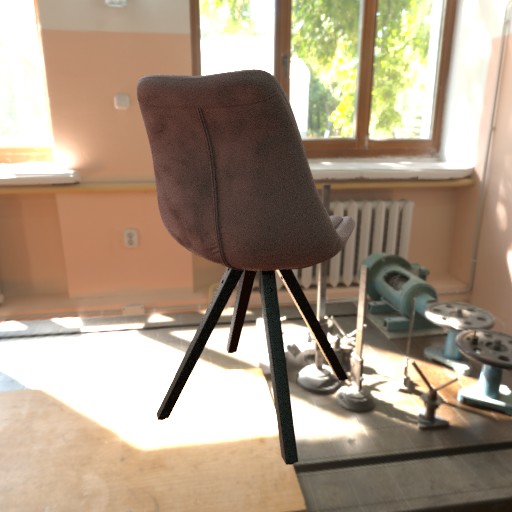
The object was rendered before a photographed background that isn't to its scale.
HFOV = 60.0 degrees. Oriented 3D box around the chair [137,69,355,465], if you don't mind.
[{"bbox_3d":[0.000,0.000,1.188,0.483,0.865,0.547,8,18,25],"label":"chair"}]
